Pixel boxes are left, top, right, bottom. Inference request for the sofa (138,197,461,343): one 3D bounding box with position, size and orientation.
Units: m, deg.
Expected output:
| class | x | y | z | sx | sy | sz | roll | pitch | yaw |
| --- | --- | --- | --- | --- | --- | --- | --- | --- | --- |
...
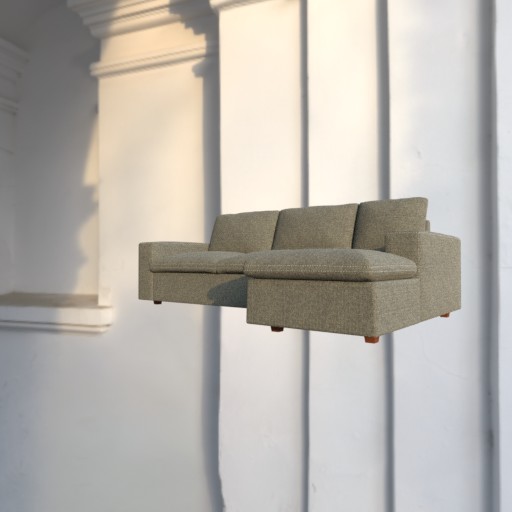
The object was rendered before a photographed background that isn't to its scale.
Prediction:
| class | x | y | z | sx | sy | sz | roll | pitch | yaw |
| --- | --- | --- | --- | --- | --- | --- | --- | --- | --- |
| sofa | 0.000 | 0.000 | 3.604 | 2.718 | 0.940 | 1.689 | -1 | -1 | 38 |
